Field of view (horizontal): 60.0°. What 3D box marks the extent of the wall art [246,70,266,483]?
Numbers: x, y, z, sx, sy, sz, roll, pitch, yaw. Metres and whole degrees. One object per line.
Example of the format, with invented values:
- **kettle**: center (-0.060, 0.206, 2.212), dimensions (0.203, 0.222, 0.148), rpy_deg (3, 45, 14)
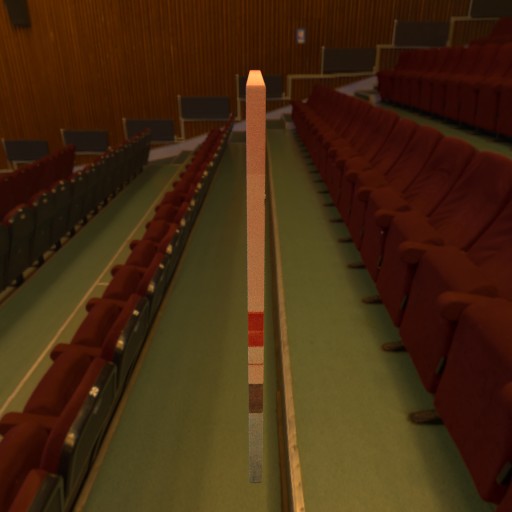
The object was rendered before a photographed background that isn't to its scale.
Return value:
- **wall art**: center (0.000, 0.000, 1.346), dimensions (0.039, 1.016, 0.761), rpy_deg (0, 25, 0)
